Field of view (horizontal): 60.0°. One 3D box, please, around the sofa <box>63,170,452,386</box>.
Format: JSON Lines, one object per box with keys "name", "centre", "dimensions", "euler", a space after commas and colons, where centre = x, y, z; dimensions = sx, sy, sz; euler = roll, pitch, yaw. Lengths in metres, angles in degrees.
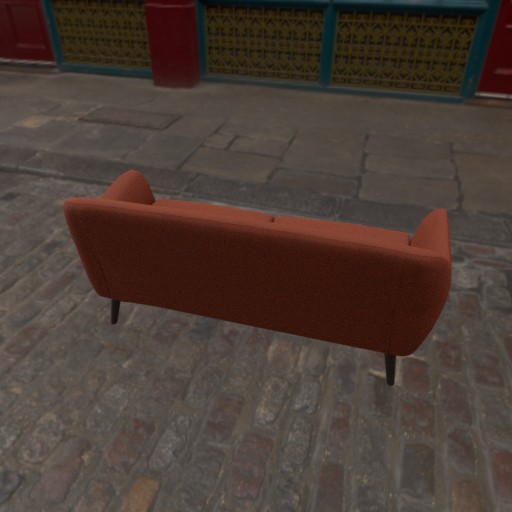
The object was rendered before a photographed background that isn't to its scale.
{"name": "sofa", "centre": [0.000, 0.000, 2.284], "dimensions": [1.840, 0.836, 0.820], "euler": [9, 35, 14]}
